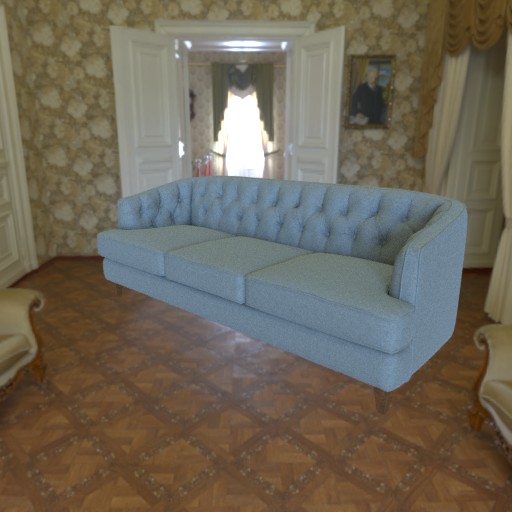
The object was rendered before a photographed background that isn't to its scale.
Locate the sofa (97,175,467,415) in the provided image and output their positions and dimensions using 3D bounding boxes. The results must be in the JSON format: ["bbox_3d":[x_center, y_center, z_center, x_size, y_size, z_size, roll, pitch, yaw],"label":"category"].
[{"bbox_3d":[0.000,0.000,2.714,2.278,0.855,0.941,13,20,41],"label":"sofa"}]
